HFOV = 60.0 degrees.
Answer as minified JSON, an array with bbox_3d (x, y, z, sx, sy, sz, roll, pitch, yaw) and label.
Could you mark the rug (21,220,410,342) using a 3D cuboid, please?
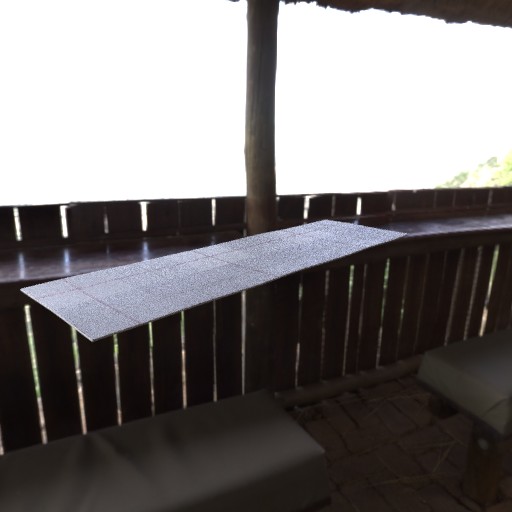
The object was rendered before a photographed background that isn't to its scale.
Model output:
[{"bbox_3d":[0.000,0.000,2.700,2.439,0.013,0.762,-15,22,-43],"label":"rug"}]
